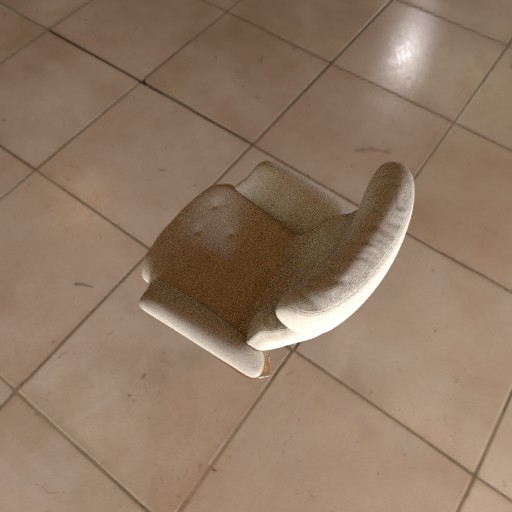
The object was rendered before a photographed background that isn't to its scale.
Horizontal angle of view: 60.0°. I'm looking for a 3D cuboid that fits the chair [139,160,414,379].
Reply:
[{"bbox_3d":[0.000,0.000,1.599,0.837,0.995,0.785,32,67,15],"label":"chair"}]
